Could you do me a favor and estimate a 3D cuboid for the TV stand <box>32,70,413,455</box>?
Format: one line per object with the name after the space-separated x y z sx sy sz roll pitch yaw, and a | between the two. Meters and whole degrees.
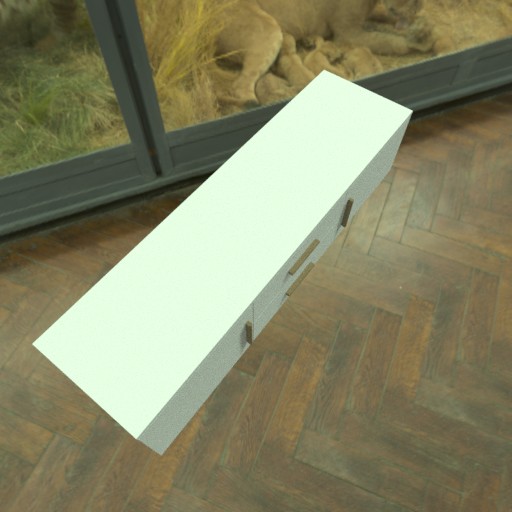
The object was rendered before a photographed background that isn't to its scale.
0.000 0.000 1.617 0.401 0.560 1.398 33 65 18 | TV stand
